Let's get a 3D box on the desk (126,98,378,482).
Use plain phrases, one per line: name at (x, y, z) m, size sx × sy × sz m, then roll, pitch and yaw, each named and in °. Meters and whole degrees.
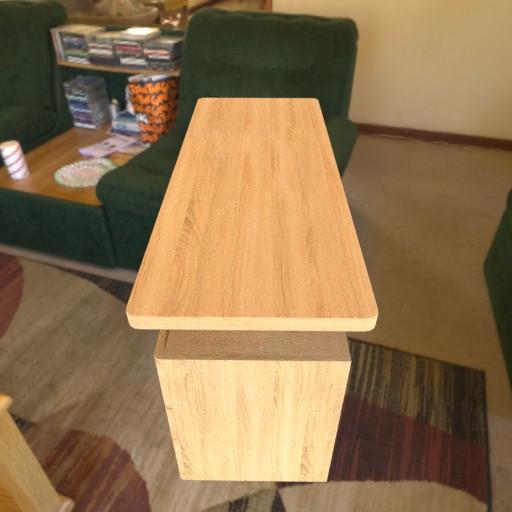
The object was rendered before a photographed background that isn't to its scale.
desk at (0.000, 0.000, 1.730) m, size 0.550 × 0.760 × 1.400 m, roll 0°, pitch 38°, yaw 1°
